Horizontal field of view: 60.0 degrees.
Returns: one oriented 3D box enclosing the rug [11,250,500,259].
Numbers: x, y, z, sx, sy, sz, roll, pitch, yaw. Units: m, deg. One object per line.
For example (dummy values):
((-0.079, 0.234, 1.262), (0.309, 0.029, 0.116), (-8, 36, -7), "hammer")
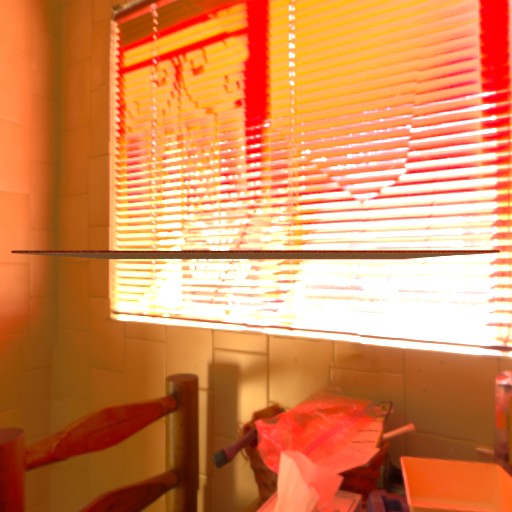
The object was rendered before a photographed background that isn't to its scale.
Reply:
((0.000, 0.000, 2.963), (2.438, 0.015, 1.524), (0, -2, 1), "rug")
